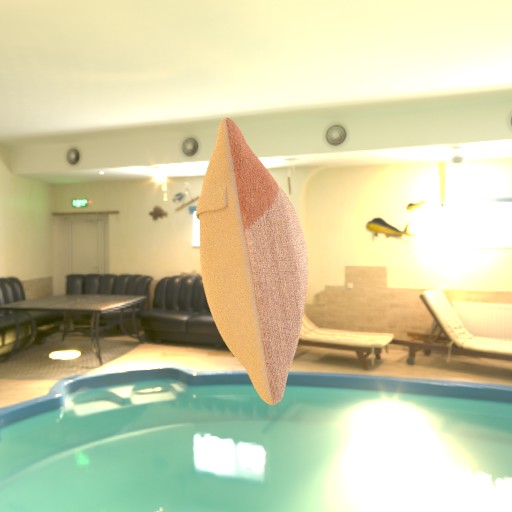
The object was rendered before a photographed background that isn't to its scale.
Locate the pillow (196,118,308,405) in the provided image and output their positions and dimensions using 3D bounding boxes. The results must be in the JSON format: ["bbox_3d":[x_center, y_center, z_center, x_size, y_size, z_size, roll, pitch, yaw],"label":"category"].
[{"bbox_3d":[0.000,0.000,0.720,0.155,0.292,0.609,0,2,1],"label":"pillow"}]
